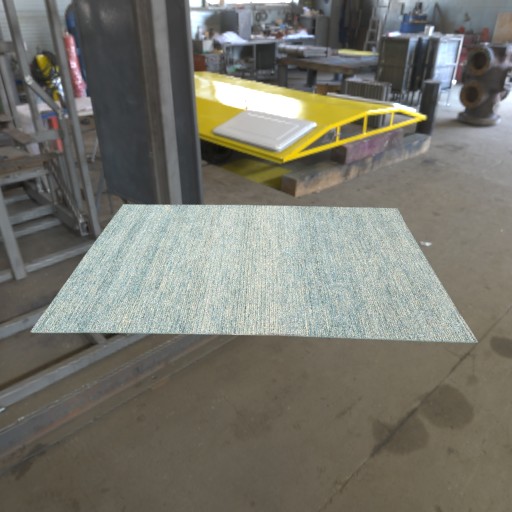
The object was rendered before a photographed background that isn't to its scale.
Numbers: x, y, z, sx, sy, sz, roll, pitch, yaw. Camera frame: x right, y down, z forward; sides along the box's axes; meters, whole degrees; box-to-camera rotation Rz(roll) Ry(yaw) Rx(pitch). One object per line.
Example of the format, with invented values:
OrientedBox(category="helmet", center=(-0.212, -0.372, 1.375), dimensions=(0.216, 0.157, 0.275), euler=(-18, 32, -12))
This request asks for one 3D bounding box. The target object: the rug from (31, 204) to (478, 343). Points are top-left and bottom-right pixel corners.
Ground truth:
OrientedBox(category="rug", center=(0.000, 0.000, 2.921), dimensions=(2.260, 0.026, 1.611), euler=(1, 30, 2))
